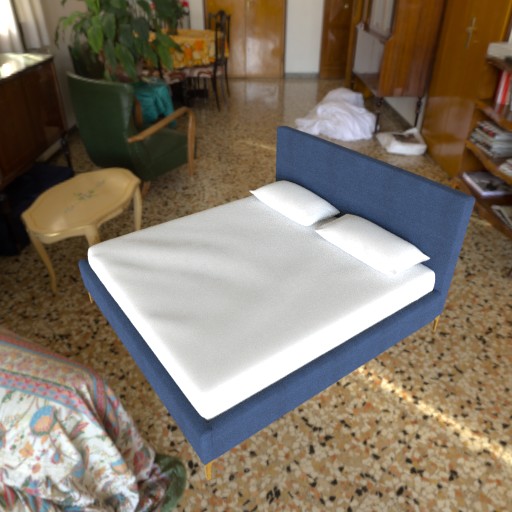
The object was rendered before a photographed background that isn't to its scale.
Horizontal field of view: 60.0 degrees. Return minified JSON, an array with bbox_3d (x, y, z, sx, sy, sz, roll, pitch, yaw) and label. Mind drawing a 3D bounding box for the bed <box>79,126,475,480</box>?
[{"bbox_3d":[0.000,0.000,3.507,2.232,1.231,2.096,-21,39,-30],"label":"bed"}]
